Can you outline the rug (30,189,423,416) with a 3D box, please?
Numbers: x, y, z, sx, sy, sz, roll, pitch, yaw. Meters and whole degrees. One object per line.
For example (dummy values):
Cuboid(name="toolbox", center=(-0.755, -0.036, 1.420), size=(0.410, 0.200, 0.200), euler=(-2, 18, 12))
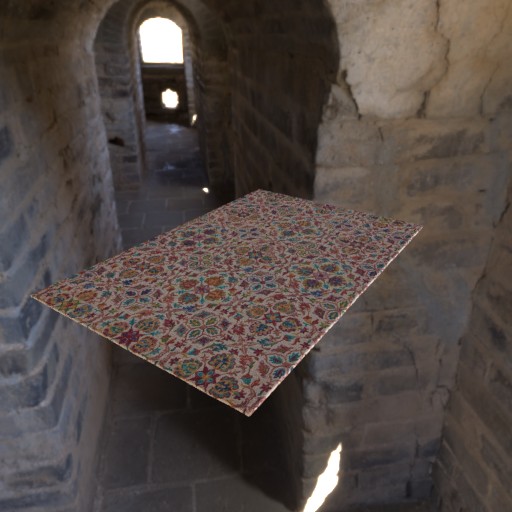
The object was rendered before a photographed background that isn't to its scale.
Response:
Cuboid(name="rug", center=(0.000, 0.000, 2.968), size=(1.541, 0.018, 2.297), euler=(18, 32, 31))
